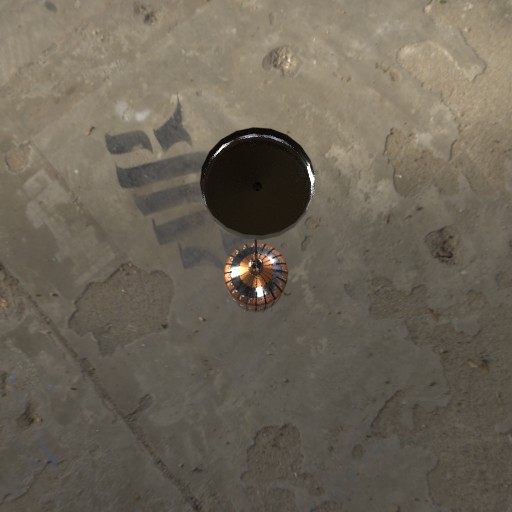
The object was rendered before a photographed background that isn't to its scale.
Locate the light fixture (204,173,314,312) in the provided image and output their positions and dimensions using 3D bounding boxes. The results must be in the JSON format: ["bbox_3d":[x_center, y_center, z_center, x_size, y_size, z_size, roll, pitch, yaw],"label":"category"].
[{"bbox_3d":[0.000,0.000,1.704,0.303,1.535,0.303,0,78,0],"label":"light fixture"}]
